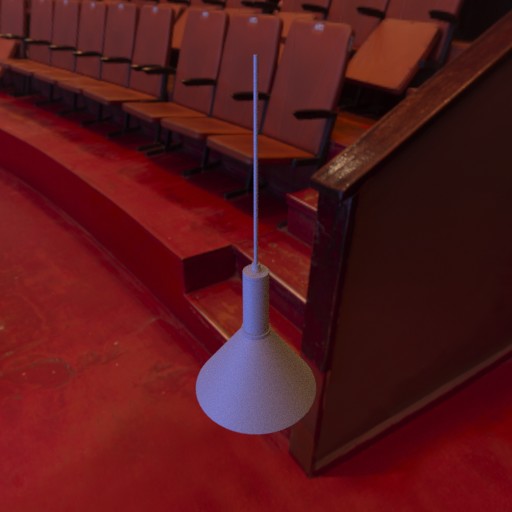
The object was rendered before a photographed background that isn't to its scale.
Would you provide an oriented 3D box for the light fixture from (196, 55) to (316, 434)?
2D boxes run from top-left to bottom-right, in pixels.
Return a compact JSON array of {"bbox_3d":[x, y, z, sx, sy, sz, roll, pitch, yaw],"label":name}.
[{"bbox_3d":[0.000,0.000,0.822,0.267,0.683,0.267,-20,36,-29],"label":"light fixture"}]
